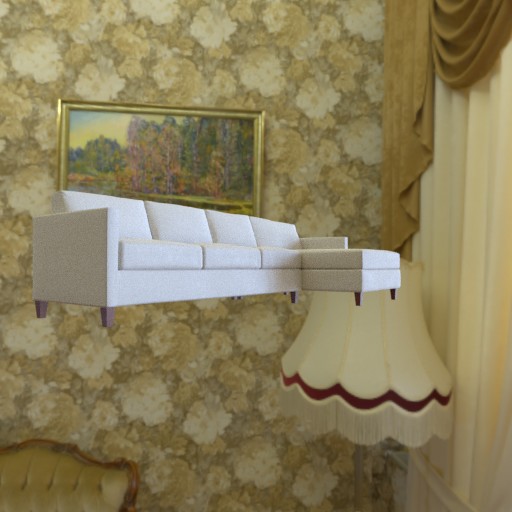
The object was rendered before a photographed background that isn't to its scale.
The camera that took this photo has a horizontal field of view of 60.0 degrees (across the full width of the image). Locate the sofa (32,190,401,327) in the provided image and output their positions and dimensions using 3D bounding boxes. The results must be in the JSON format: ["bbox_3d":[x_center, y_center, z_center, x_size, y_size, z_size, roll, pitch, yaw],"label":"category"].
[{"bbox_3d":[0.000,0.000,4.172,1.599,0.954,3.471,-1,-2,36],"label":"sofa"}]
